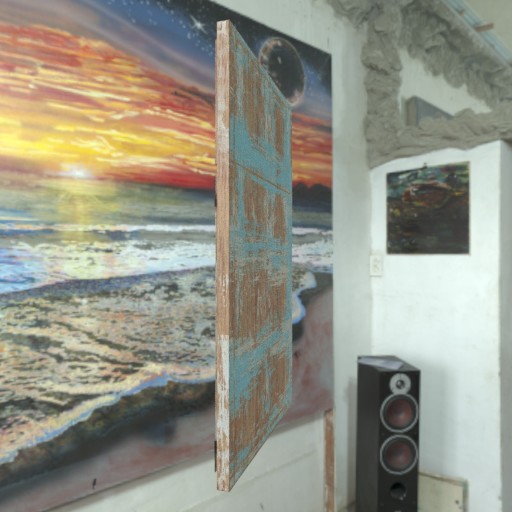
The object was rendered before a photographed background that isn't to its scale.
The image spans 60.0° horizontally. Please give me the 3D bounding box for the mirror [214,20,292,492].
[{"bbox_3d":[0.000,0.000,1.487,0.083,1.213,0.707,0,0,18],"label":"mirror"}]
